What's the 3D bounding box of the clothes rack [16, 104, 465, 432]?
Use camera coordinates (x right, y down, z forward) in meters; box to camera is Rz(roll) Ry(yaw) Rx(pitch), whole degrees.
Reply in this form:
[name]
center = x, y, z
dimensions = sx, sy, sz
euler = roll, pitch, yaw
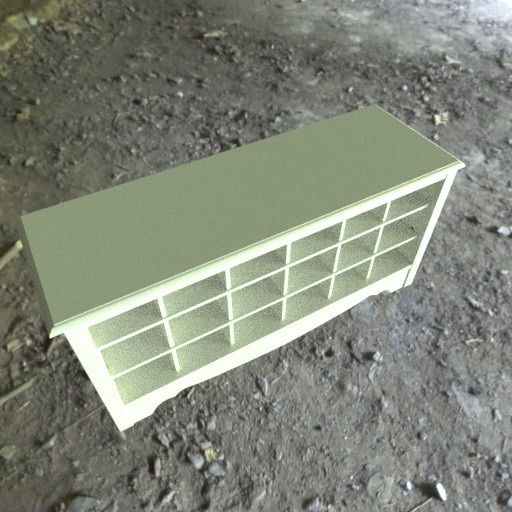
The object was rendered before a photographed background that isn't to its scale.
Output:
[clothes rack]
center = 0.000, 0.000, 1.438
dimensions = 1.218, 0.558, 0.405
euler = -23, 51, -20
